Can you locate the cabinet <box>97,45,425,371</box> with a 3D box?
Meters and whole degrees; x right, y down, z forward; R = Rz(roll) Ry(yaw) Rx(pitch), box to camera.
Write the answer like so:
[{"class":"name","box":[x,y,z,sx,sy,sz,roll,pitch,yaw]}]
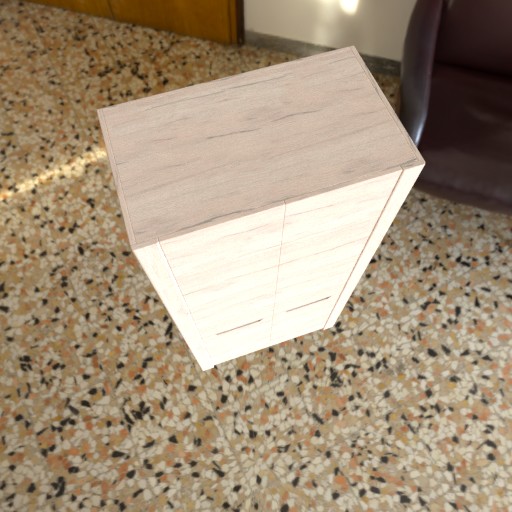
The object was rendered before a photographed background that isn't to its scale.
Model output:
[{"class":"cabinet","box":[0.000,0.000,2.372,0.980,1.930,0.580,-17,66,-8]}]
